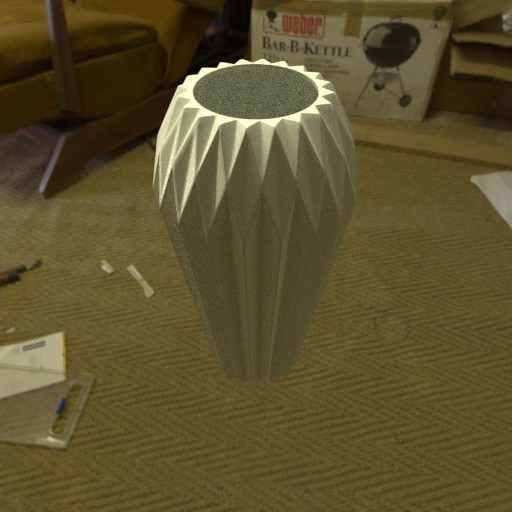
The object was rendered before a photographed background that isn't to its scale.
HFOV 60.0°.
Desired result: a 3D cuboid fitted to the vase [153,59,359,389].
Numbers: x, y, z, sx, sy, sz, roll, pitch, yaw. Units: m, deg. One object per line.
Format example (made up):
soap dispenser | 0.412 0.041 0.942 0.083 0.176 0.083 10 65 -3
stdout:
vase | 0.000 0.000 0.340 0.133 0.263 0.133 0 45 0
